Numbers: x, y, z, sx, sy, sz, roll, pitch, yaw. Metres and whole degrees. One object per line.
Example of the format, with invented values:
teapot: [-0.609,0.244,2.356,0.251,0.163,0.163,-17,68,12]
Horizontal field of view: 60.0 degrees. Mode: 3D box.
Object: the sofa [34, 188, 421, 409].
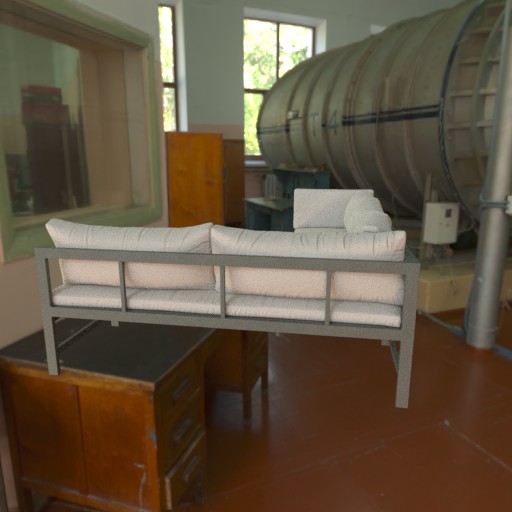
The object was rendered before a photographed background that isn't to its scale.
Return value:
sofa: [0.000,0.000,2.909,1.658,0.758,2.096,2,14,10]
